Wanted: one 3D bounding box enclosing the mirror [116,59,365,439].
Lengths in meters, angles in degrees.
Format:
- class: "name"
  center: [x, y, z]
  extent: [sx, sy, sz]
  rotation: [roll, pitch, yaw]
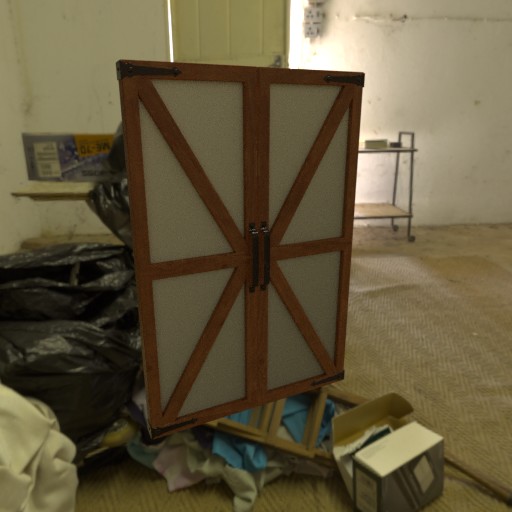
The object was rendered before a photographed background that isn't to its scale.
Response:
- class: "mirror"
  center: [0.000, 0.000, 0.965]
  extent: [0.517, 0.761, 0.053]
  rotation: [-9, 19, -25]
